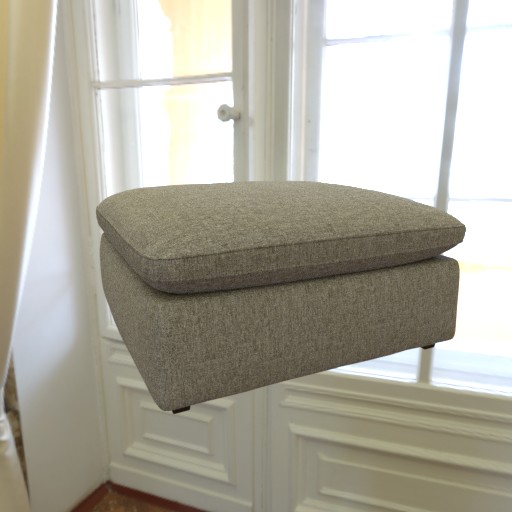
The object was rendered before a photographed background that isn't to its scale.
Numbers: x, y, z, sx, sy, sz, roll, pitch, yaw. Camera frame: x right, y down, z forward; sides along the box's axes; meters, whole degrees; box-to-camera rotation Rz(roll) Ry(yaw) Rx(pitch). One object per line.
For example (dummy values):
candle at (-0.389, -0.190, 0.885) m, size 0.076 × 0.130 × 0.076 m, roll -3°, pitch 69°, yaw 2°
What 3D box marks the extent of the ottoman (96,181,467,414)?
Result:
ottoman at (0.000, 0.000, 1.636) m, size 1.035 × 0.526 × 1.039 m, roll -7°, pitch 15°, yaw -25°
